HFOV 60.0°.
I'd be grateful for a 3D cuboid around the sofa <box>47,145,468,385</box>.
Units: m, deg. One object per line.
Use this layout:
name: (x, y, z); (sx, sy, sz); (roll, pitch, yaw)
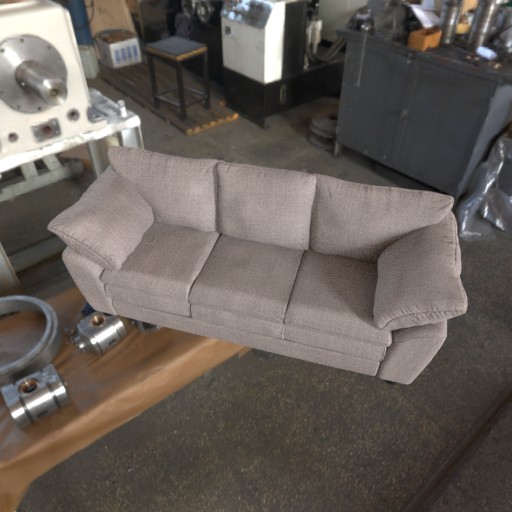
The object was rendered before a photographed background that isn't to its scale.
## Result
sofa: (0.000, 0.000, 2.813); (2.334, 0.996, 0.878); (11, 42, 12)
